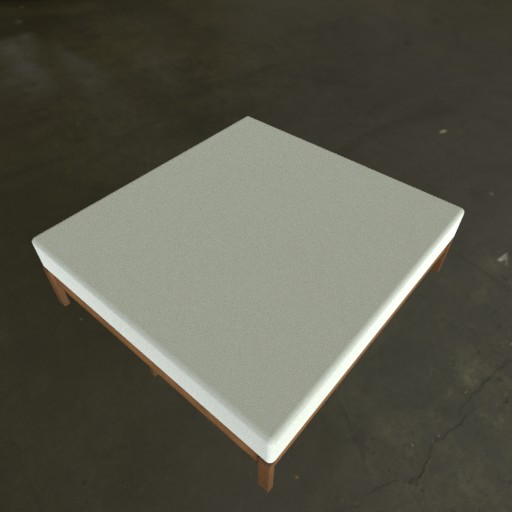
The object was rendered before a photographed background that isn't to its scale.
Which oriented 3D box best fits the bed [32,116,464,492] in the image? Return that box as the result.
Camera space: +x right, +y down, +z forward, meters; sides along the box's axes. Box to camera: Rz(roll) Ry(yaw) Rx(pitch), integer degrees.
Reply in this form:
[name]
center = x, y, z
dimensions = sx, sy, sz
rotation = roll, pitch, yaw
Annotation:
[bed]
center = 0.000, 0.000, 3.043
dimensions = 1.930, 0.616, 2.049
rotation = 32, 53, 27
